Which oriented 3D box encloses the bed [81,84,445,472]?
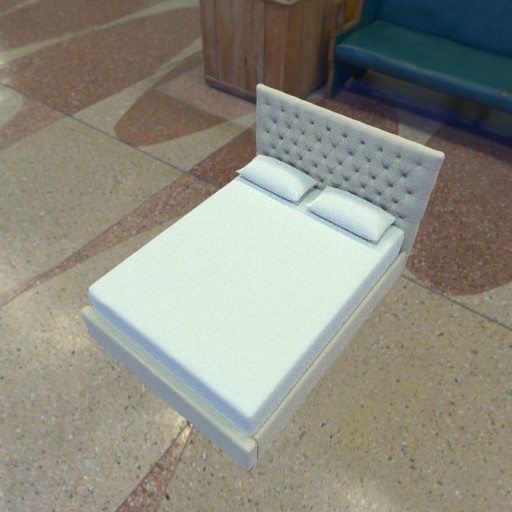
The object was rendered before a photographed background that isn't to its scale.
[{"bbox_3d":[0.000,0.000,3.414,1.696,1.426,2.233,31,54,25],"label":"bed"}]
